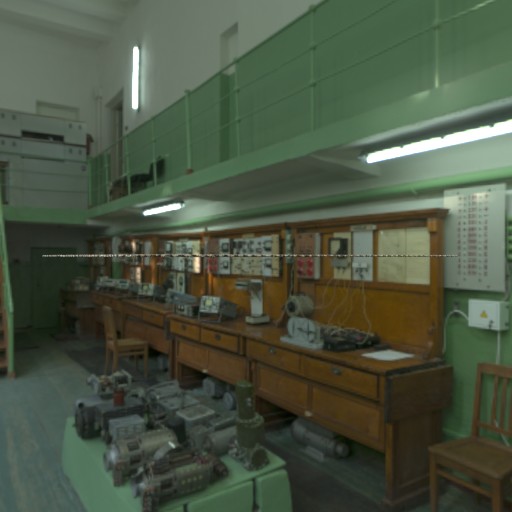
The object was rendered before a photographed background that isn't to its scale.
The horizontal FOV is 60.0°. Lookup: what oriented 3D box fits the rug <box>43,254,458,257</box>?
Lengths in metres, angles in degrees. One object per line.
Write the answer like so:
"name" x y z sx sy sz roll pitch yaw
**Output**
"rug" 0.000 0.000 2.322 1.828 0.008 1.219 0 0 -37
